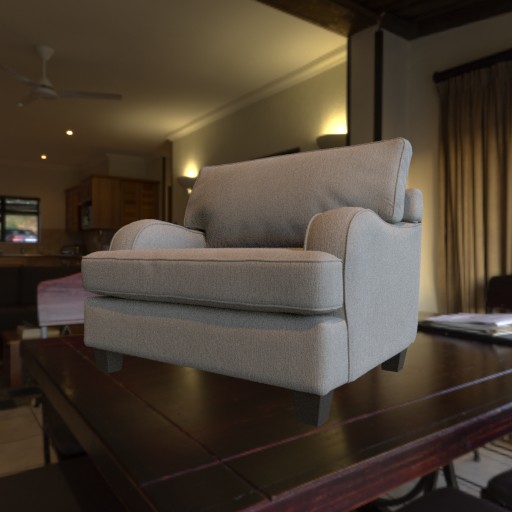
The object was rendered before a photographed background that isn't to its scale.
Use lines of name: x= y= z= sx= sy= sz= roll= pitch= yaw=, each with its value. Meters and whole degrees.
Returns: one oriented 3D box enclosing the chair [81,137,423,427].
chair: x=0.000 y=0.000 z=1.999 sx=1.220 sy=1.016 sz=1.041 roll=0 pitch=1 yaw=36
